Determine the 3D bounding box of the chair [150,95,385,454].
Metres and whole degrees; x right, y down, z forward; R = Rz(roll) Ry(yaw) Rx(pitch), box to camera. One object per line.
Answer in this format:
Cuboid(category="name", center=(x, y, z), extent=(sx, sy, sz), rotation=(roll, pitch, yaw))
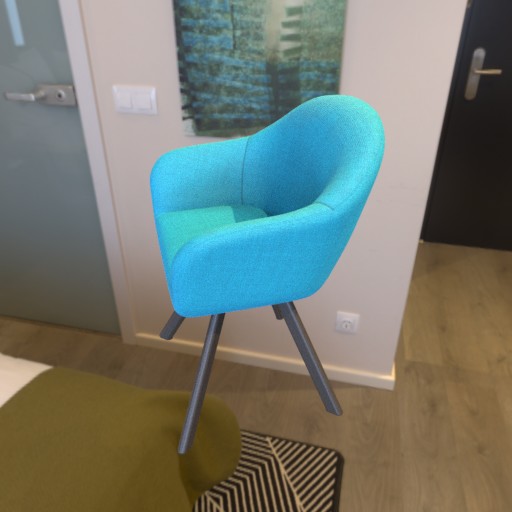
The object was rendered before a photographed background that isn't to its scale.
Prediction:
Cuboid(category="chair", center=(0.000, 0.000, 1.191), extent=(0.550, 0.795, 0.590), rotation=(-8, 30, -14))
